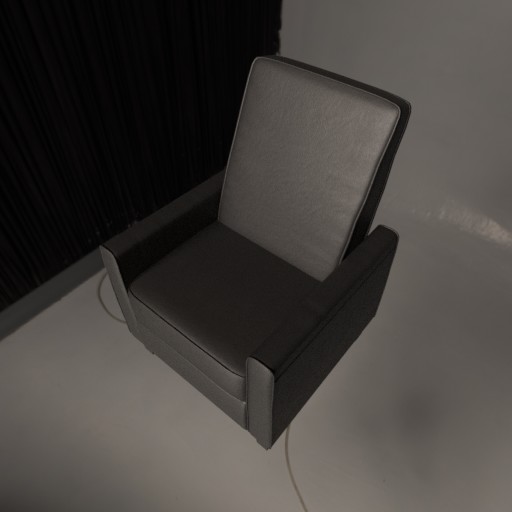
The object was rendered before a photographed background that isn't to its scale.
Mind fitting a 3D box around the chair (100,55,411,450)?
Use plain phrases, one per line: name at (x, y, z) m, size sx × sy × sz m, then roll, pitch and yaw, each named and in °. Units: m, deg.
chair at (0.000, 0.000, 1.480) m, size 0.705 × 1.013 × 0.746 m, roll 31°, pitch 54°, yaw 26°
